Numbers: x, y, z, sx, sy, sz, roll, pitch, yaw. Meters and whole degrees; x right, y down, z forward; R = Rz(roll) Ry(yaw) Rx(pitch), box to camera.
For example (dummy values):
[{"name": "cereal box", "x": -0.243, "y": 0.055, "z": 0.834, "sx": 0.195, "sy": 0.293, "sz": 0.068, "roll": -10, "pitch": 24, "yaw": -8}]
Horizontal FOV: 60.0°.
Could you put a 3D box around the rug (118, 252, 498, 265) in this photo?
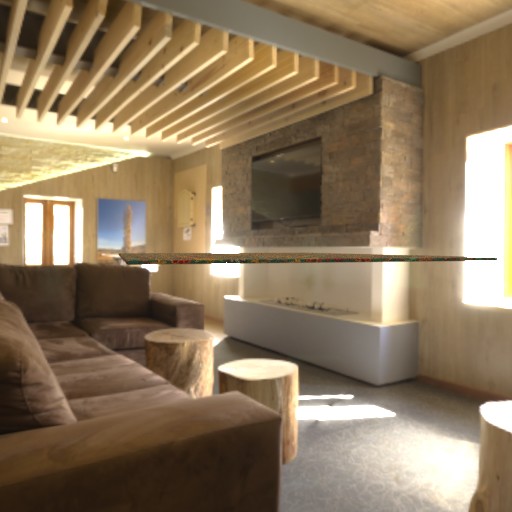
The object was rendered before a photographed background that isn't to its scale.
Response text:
[{"name": "rug", "x": 0.000, "y": 0.000, "z": 4.158, "sx": 2.434, "sy": 0.025, "sz": 3.204, "roll": 0, "pitch": 1, "yaw": -18}]
